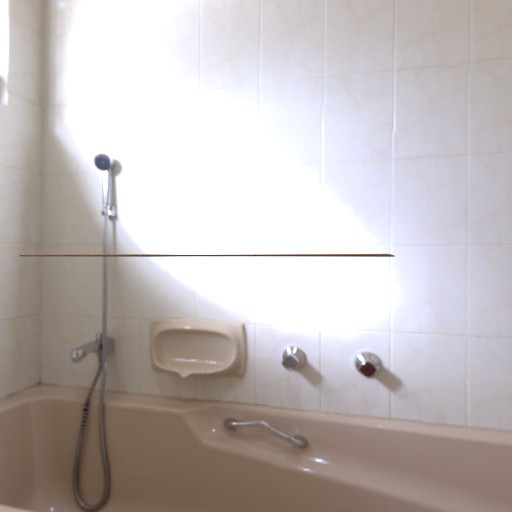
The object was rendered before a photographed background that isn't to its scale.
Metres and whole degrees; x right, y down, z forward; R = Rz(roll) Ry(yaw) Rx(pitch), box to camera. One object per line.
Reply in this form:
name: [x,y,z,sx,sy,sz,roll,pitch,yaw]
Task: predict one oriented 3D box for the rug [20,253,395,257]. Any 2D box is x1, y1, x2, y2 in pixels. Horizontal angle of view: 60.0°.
rug: [0.000,0.000,4.091,2.439,0.013,3.048,0,0,18]
